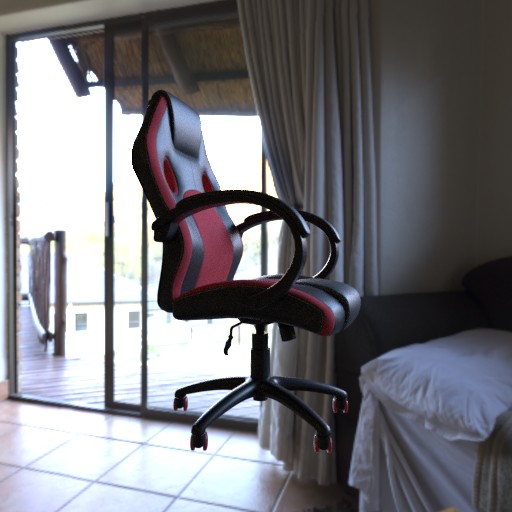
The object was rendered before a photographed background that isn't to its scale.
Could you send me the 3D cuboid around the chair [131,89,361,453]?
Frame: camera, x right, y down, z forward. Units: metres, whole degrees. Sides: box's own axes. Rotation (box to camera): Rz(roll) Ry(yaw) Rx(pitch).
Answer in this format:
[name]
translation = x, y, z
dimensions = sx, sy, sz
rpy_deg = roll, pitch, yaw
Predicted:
[chair]
translation = 0.000, 0.000, 1.591
dimensions = 0.724, 1.187, 0.673
rpy_deg = 0, 0, 19
